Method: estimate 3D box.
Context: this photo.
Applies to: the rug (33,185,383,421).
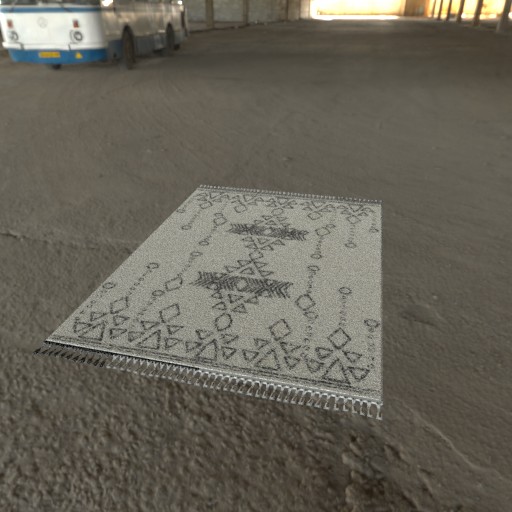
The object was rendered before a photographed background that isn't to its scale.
[{"bbox_3d":[0.000,0.000,2.892,1.600,0.013,2.312,7,30,12],"label":"rug"}]
